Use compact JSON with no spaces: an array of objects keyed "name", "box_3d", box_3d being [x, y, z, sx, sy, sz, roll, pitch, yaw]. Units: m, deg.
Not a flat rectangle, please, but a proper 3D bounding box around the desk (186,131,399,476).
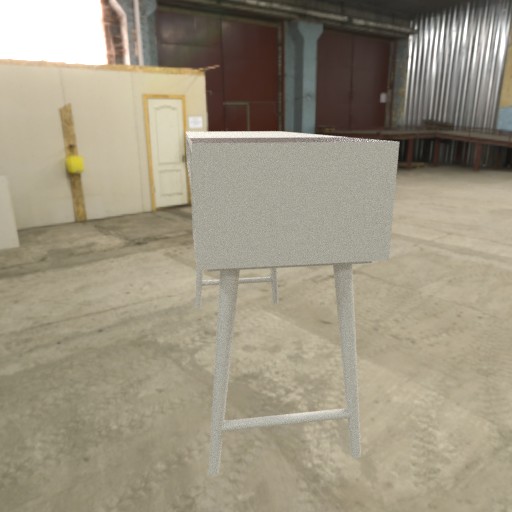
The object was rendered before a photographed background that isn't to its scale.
[{"name":"desk","box_3d":[0.000,0.000,1.443,0.409,0.761,1.069,-3,17,-9]}]
